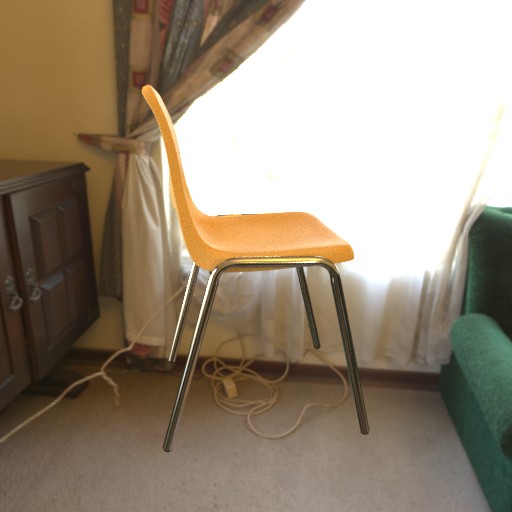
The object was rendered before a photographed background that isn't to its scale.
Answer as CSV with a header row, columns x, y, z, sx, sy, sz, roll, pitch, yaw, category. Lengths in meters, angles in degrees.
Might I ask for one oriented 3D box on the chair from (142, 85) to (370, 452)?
x,y,z,sx,sy,sz,roll,pitch,yaw,category
0.000,0.000,0.982,0.436,0.704,0.381,-3,18,-8,chair
